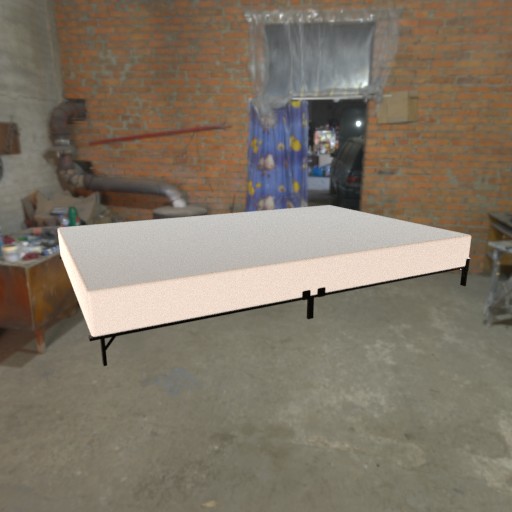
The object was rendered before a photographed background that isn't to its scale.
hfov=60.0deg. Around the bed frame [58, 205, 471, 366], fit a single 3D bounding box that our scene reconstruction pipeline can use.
[{"bbox_3d":[0.000,0.000,3.821,2.987,0.440,1.930,-8,17,-27],"label":"bed frame"}]
